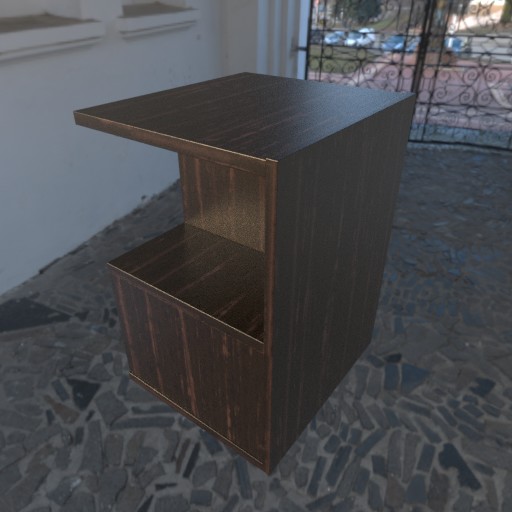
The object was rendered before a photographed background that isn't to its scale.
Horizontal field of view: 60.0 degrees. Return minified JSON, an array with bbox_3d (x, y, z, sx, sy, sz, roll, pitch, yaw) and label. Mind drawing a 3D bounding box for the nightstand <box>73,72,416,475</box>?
[{"bbox_3d":[0.000,0.000,0.825,0.356,0.559,0.400,22,38,31],"label":"nightstand"}]
